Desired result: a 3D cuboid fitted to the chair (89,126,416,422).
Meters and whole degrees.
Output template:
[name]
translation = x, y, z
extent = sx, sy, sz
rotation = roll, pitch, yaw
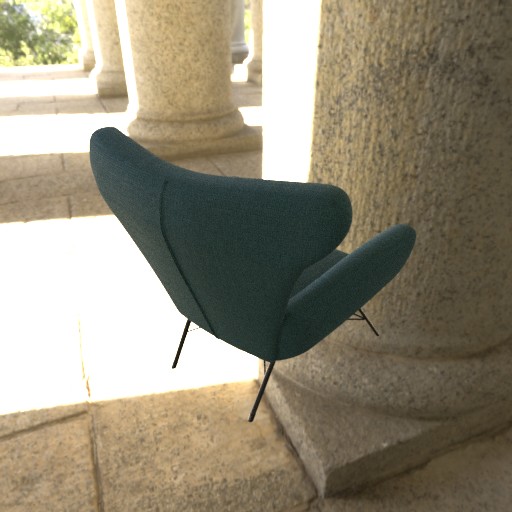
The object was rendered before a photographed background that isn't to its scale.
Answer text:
[chair]
translation = 0.000, 0.000, 1.751
extent = 1.050, 0.980, 0.900
rotation = 22, 37, 32
